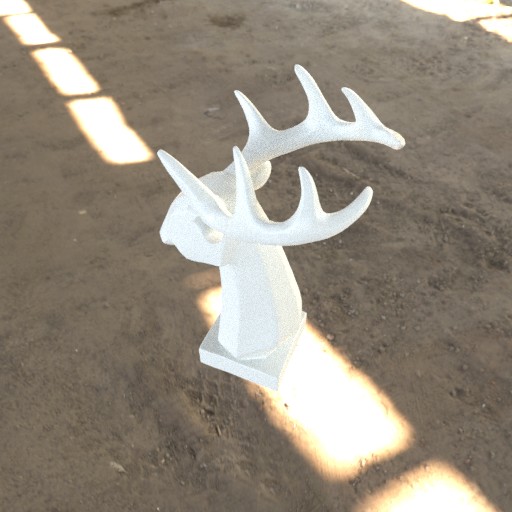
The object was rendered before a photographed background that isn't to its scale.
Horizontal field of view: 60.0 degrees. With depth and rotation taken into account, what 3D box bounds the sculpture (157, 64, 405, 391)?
[{"bbox_3d":[0.000,0.000,0.451,0.224,0.329,0.174,17,48,16],"label":"sculpture"}]
